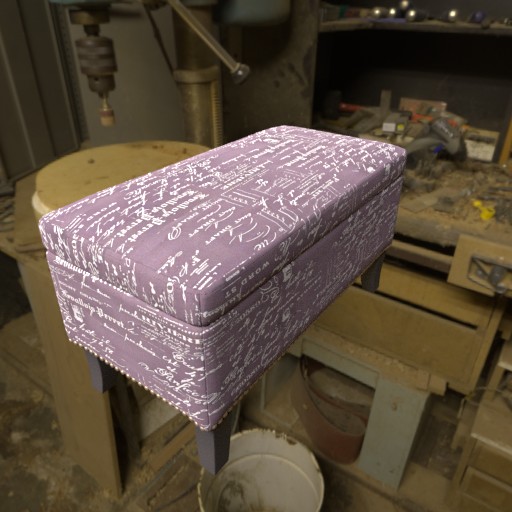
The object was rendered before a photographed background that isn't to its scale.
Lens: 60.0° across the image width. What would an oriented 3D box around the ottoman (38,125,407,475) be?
[{"bbox_3d":[0.000,0.000,1.066,0.406,0.457,0.813,21,36,31],"label":"ottoman"}]
